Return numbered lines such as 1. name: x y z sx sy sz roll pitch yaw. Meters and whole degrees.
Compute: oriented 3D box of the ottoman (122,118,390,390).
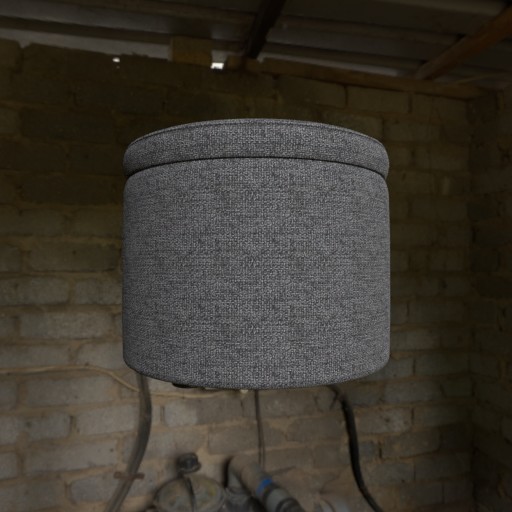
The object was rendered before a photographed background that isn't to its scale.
1. ottoman: 0.000 0.000 0.899 0.520 0.430 0.520 0 -1 0
